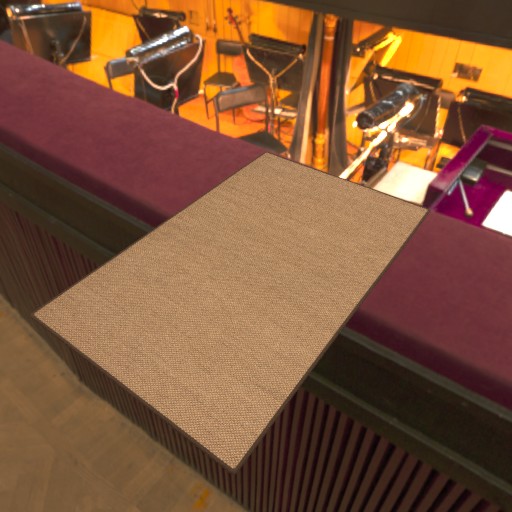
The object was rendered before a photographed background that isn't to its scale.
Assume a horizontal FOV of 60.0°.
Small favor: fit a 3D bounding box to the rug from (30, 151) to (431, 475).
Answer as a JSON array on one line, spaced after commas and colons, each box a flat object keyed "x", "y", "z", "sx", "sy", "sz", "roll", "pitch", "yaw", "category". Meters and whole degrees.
[{"x": 0.000, "y": 0.000, "z": 2.067, "sx": 1.067, "sy": 0.013, "sz": 1.676, "roll": 26, "pitch": 48, "yaw": 26, "category": "rug"}]
